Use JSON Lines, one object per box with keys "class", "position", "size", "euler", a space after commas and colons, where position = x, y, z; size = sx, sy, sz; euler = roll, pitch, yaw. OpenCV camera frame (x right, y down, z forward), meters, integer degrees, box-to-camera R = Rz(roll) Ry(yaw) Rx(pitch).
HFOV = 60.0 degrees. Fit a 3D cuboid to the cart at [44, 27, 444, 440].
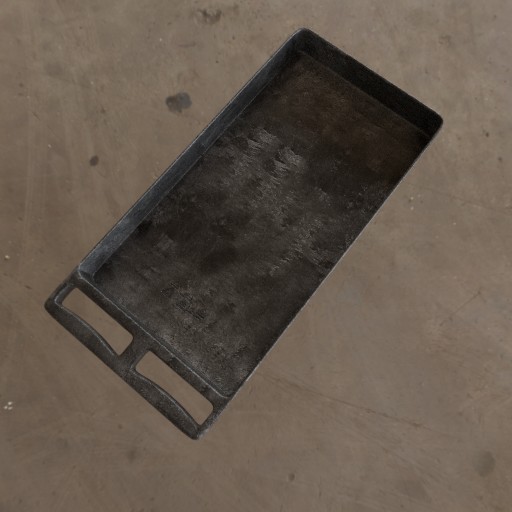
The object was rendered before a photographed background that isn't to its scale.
{"class": "cart", "position": [0.000, 0.000, 1.345], "size": [0.420, 0.824, 0.877], "euler": [38, 79, 9]}
